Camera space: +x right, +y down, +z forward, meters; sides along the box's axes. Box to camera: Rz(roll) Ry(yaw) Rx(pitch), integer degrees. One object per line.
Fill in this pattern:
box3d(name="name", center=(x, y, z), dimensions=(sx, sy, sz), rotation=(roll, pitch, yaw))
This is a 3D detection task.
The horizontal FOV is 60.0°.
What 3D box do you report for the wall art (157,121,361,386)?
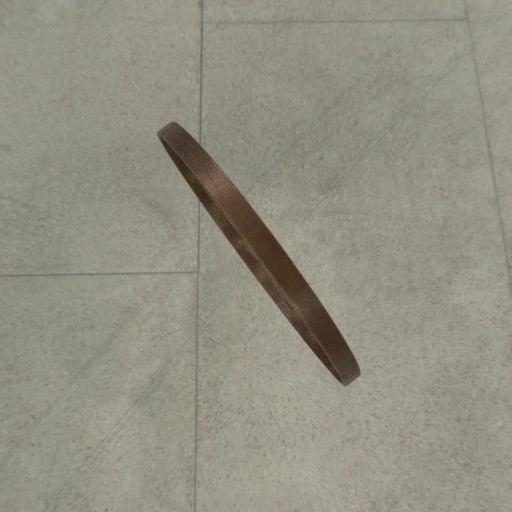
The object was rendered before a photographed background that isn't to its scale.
box3d(name="wall art", center=(0.000, 0.000, 0.865), dimensions=(0.084, 0.583, 0.582), rotation=(-36, 78, -8))
